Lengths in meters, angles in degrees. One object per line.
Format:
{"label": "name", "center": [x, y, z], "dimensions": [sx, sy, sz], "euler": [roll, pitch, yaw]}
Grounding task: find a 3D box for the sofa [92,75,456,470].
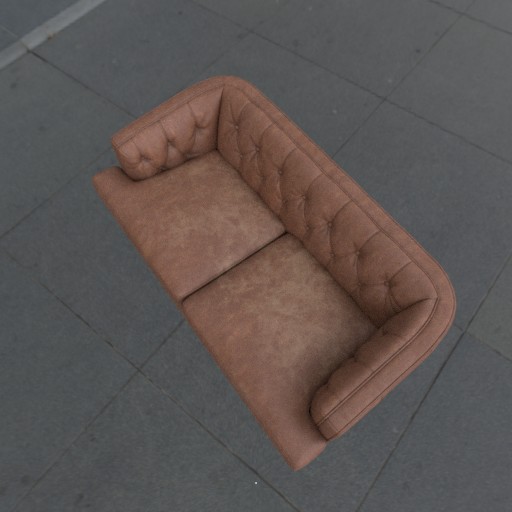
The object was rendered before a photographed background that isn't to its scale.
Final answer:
{"label": "sofa", "center": [0.000, 0.000, 2.211], "dimensions": [0.914, 0.786, 1.755], "euler": [-33, 68, -16]}
